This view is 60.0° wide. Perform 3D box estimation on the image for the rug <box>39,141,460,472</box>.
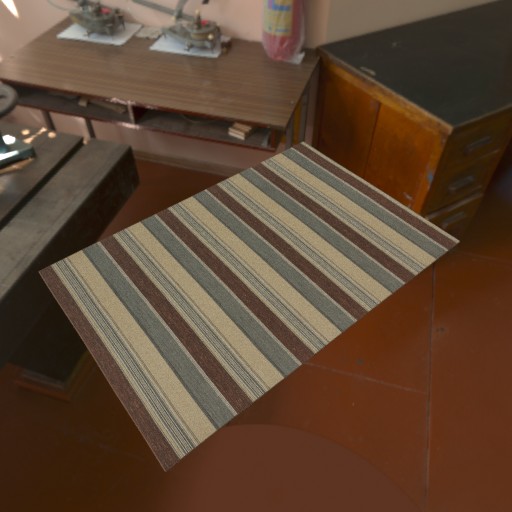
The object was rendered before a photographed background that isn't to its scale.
[{"bbox_3d":[0.000,0.000,2.297,1.829,0.008,1.219,-31,55,-25],"label":"rug"}]
